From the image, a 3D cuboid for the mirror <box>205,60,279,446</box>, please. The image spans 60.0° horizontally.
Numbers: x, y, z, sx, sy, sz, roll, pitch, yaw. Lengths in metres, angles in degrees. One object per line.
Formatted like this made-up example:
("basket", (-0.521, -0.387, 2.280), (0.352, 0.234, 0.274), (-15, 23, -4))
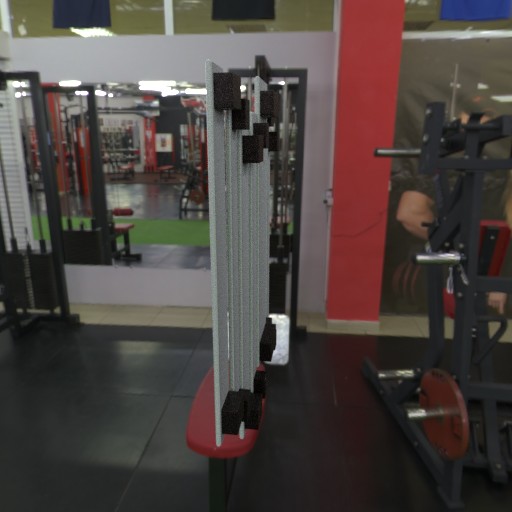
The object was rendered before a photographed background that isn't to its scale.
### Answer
("mirror", (0.000, 0.000, 0.806), (0.058, 0.611, 0.445), (2, 15, 8))
